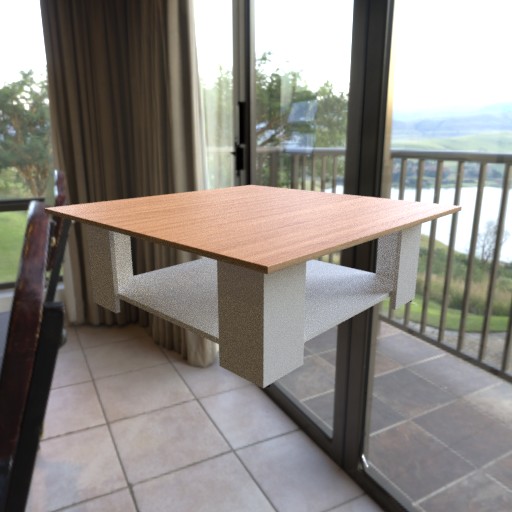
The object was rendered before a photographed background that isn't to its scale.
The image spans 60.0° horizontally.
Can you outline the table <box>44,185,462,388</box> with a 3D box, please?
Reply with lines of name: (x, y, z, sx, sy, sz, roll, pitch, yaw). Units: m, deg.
table: (0.000, 0.000, 1.375, 0.890, 0.305, 0.890, 14, 20, 41)
